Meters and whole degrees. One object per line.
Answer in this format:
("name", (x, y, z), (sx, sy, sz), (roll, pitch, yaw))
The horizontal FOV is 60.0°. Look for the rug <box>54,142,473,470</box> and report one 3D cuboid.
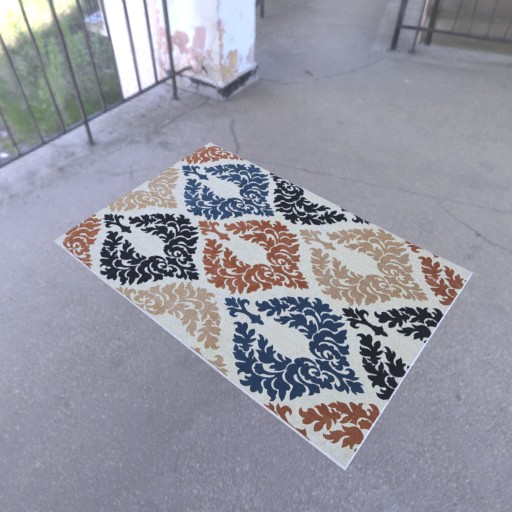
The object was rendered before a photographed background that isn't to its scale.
("rug", (0.000, 0.000, 2.867), (2.275, 0.014, 1.514), (31, 55, 25))
